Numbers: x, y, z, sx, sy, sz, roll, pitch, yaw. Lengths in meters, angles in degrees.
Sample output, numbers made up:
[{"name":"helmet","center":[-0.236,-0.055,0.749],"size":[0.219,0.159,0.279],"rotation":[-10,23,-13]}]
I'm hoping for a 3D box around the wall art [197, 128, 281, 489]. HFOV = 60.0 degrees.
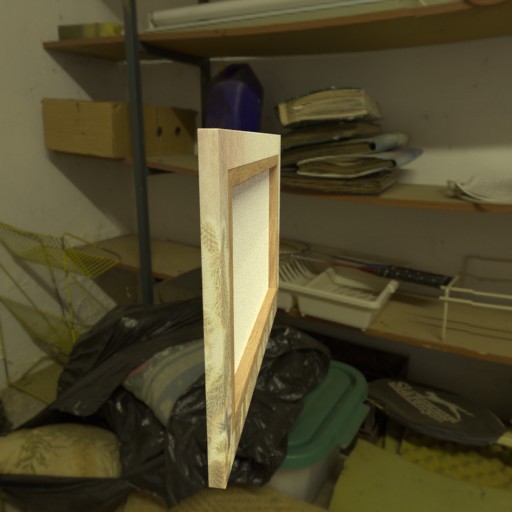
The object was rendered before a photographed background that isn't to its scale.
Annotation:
[{"name":"wall art","center":[0.000,0.000,1.422],"size":[0.041,0.758,1.142],"rotation":[2,15,8]}]
